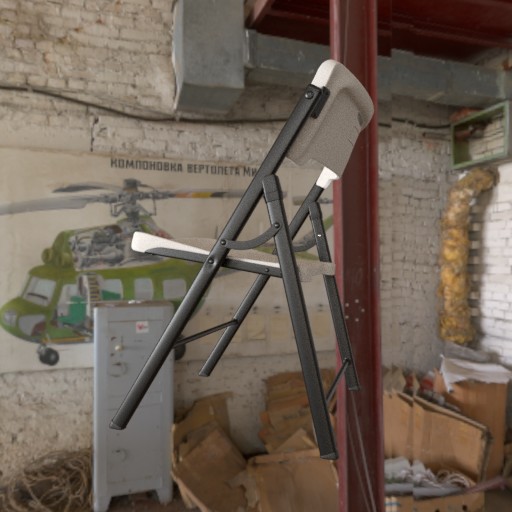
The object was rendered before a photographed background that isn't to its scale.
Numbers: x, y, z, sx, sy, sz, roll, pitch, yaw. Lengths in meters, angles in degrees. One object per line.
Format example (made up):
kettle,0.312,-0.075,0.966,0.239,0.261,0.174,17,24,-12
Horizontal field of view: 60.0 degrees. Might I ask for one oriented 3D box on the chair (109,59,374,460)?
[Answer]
chair,0.000,0.000,1.123,0.577,0.765,0.482,0,0,18
